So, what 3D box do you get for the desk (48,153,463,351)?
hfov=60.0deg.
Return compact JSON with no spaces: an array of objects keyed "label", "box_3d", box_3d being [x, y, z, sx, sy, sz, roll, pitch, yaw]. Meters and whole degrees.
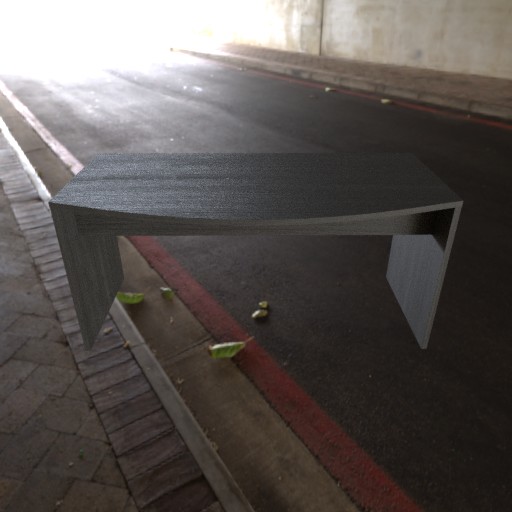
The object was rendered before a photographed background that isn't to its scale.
[{"label":"desk","box_3d":[0.000,0.000,2.095,1.600,0.750,0.802,0,30,0]}]
